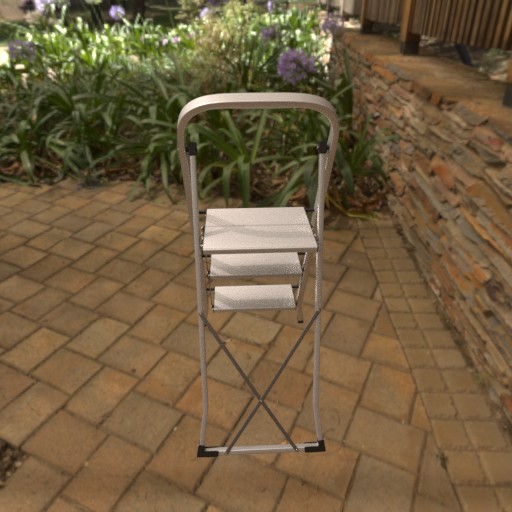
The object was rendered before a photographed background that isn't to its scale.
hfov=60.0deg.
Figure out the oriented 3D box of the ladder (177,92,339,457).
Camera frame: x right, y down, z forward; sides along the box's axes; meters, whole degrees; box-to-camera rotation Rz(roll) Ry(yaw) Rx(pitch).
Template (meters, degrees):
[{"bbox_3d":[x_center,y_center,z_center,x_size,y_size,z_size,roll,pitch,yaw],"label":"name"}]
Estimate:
[{"bbox_3d":[0.000,0.000,1.453,0.465,1.070,0.704,-1,30,-3],"label":"ladder"}]
